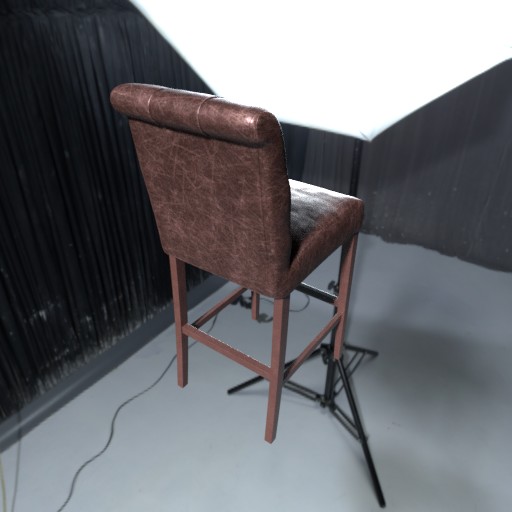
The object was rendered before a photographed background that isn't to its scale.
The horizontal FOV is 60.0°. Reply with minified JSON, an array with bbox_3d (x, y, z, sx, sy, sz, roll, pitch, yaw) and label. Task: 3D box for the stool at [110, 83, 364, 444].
[{"bbox_3d":[0.000,0.000,1.518,0.483,1.168,0.659,21,38,30],"label":"stool"}]
